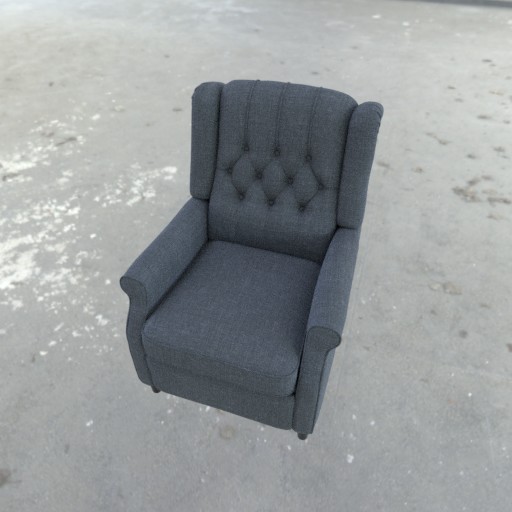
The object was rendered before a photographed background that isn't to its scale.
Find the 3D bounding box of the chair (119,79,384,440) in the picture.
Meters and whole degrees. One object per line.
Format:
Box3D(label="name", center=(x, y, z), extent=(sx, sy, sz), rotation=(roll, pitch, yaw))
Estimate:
Box3D(label="chair", center=(0.000, 0.000, 1.639), extent=(0.742, 1.035, 0.898), rotation=(13, 43, 14))
